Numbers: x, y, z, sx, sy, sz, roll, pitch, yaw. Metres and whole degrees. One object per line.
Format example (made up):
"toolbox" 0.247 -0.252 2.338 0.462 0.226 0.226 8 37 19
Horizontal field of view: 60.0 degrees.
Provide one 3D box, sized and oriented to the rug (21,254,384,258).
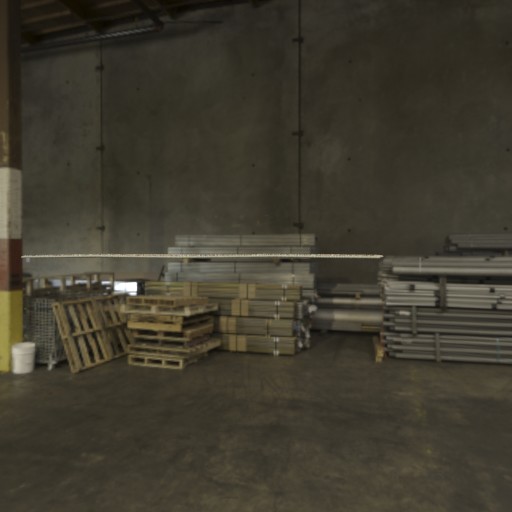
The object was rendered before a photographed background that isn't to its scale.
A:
"rug" 0.000 0.000 3.924 2.158 0.024 3.063 0 0 16
